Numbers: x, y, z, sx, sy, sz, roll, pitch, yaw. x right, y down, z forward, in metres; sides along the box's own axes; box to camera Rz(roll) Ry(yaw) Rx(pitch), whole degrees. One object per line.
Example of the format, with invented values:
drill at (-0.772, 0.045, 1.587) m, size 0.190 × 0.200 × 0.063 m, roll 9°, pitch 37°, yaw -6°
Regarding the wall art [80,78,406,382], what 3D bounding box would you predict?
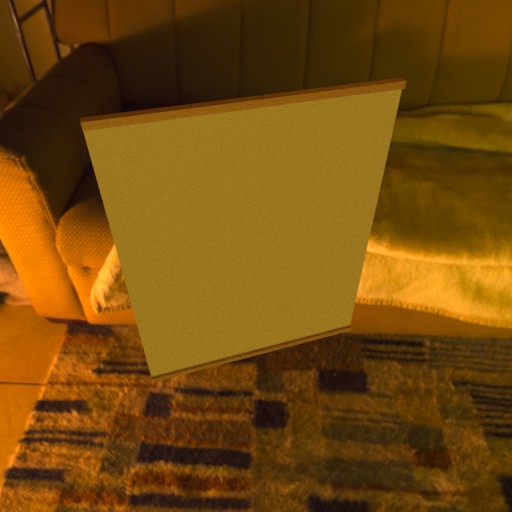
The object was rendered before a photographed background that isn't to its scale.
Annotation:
wall art at (0.000, 0.000, 0.701) m, size 0.405 × 0.508 × 0.012 m, roll -12°, pitch 43°, yaw -13°
